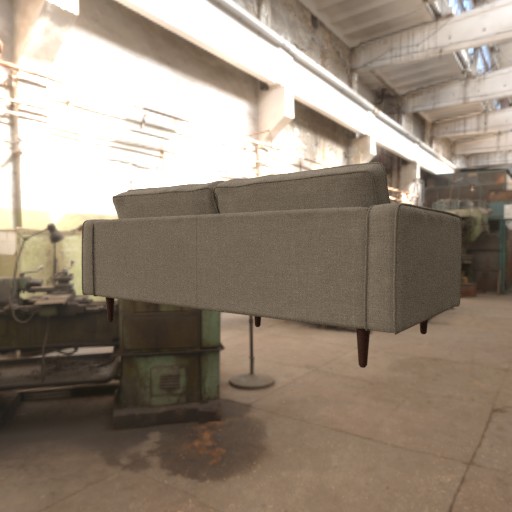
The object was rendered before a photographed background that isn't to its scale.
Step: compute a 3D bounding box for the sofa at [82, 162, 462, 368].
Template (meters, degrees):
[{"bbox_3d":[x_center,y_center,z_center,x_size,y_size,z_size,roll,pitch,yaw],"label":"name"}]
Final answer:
[{"bbox_3d":[0.000,0.000,2.360,1.879,0.762,0.914,1,2,37],"label":"sofa"}]
